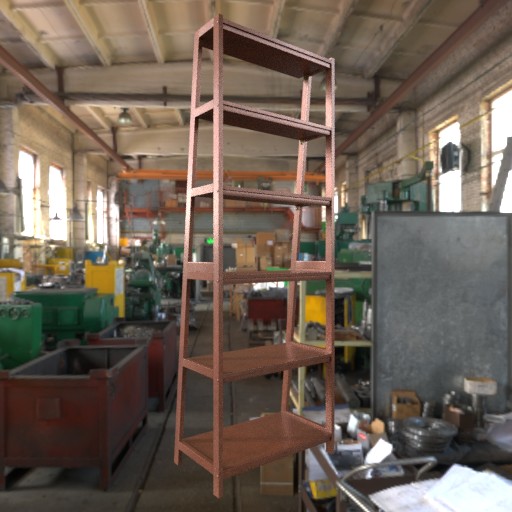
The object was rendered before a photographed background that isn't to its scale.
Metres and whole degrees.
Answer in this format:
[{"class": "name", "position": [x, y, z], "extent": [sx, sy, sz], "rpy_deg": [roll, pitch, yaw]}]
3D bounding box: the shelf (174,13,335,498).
[{"class": "shelf", "position": [0.000, 0.000, 2.078], "extent": [0.660, 1.892, 0.382], "rpy_deg": [0, 0, -37]}]
